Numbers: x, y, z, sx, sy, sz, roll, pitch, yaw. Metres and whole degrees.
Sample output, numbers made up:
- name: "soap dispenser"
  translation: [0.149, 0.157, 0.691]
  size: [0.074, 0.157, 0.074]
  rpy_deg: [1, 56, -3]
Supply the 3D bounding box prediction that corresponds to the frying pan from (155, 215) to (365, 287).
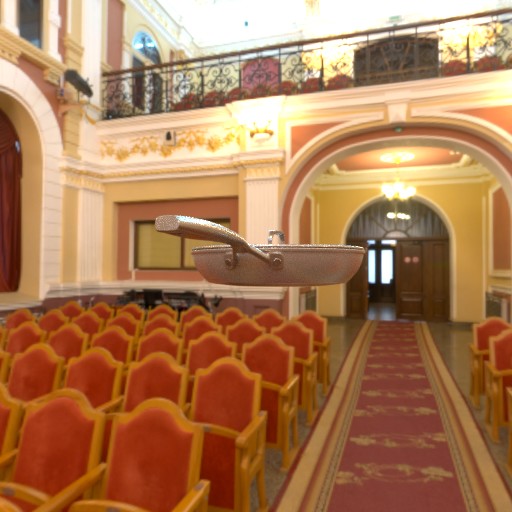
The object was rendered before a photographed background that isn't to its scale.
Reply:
- name: "frying pan"
  translation: [0.000, 0.000, 0.600]
  size: [0.272, 0.086, 0.490]
  rpy_deg: [-1, -2, 18]
